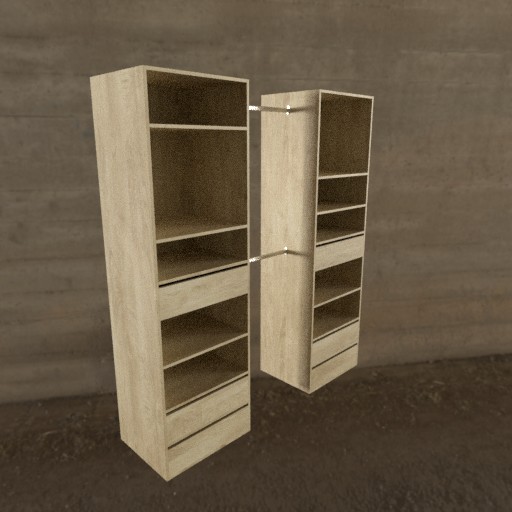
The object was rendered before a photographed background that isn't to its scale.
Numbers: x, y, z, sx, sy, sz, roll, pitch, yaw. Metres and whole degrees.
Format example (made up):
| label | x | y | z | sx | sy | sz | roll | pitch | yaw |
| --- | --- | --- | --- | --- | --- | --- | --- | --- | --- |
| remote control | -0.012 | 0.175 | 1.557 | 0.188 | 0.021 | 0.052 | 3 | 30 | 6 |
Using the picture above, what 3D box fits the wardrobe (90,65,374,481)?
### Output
| label | x | y | z | sx | sy | sz | roll | pitch | yaw |
| --- | --- | --- | --- | --- | --- | --- | --- | --- | --- |
| wardrobe | 0.000 | 0.000 | 2.812 | 1.770 | 2.000 | 0.480 | -14 | 20 | -43 |
